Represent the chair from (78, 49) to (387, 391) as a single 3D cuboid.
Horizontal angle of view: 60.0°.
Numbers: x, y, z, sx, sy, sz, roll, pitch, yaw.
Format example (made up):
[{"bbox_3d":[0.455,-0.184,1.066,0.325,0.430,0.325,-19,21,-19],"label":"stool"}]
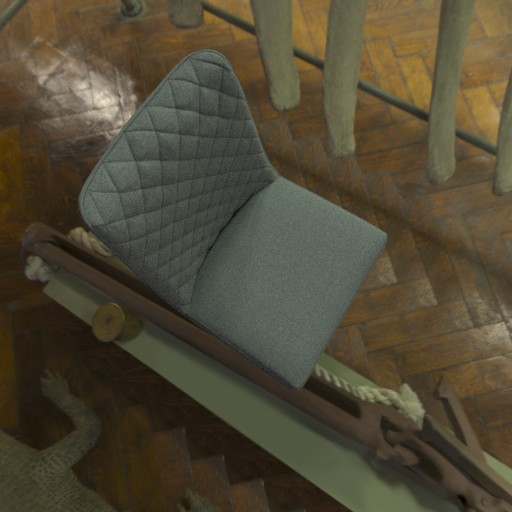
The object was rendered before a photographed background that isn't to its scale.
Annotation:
[{"bbox_3d":[0.000,0.000,1.238,0.587,0.889,0.508,31,76,9],"label":"chair"}]
